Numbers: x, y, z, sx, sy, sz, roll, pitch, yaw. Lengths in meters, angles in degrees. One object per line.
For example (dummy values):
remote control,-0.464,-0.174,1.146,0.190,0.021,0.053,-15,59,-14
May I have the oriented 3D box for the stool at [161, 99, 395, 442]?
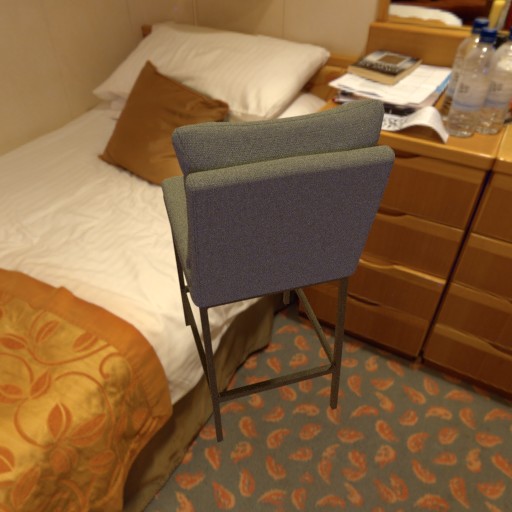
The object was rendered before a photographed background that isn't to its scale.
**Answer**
stool,0.000,0.000,1.334,0.463,1.031,0.569,-11,41,-13
